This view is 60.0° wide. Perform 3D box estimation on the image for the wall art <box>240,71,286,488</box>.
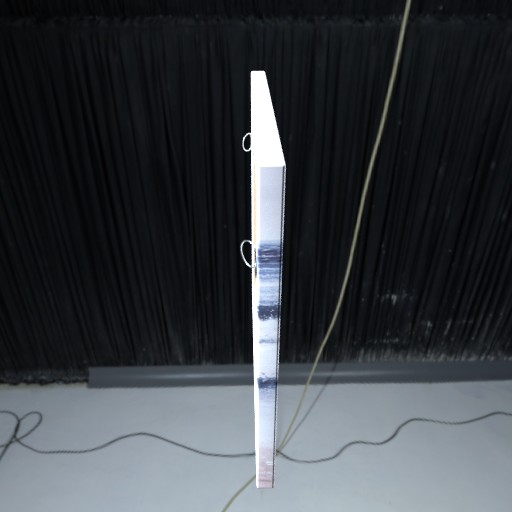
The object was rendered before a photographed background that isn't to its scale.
[{"bbox_3d":[0.000,0.000,1.108,0.065,0.747,0.755,-1,31,-1],"label":"wall art"}]
